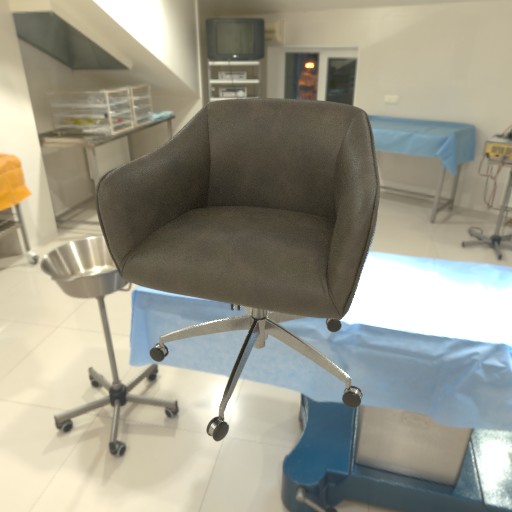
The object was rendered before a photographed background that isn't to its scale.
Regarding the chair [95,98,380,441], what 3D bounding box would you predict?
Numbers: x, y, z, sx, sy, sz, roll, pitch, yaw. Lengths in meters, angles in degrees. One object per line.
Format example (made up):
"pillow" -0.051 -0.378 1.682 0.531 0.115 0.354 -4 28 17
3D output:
"chair" 0.000 0.000 1.317 0.713 0.827 0.689 8 27 17
